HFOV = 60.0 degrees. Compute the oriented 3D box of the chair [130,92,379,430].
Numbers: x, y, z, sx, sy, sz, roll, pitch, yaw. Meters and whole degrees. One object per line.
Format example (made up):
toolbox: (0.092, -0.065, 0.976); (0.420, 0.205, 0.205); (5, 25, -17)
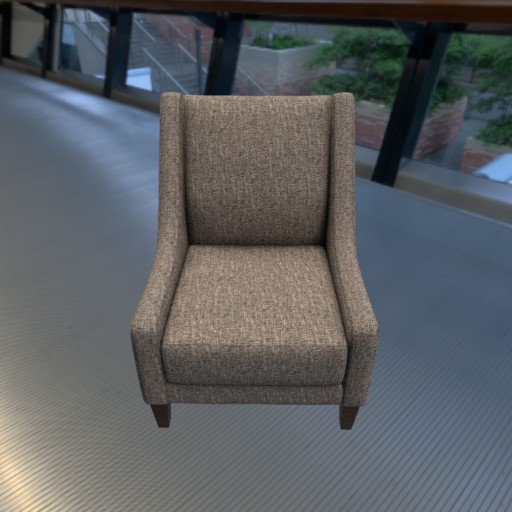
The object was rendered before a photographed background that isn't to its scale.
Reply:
chair: (0.000, 0.000, 1.660); (0.774, 1.014, 0.870); (0, 32, 1)
